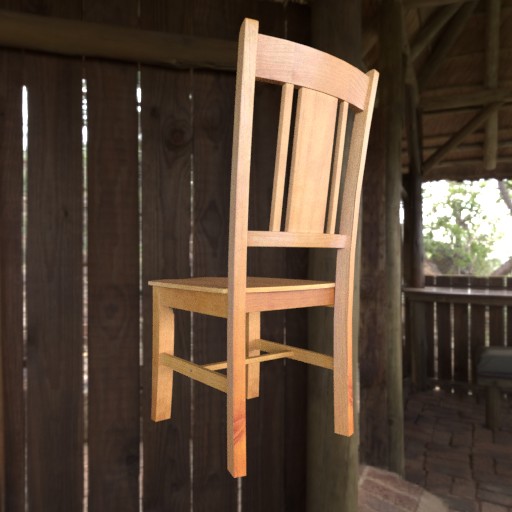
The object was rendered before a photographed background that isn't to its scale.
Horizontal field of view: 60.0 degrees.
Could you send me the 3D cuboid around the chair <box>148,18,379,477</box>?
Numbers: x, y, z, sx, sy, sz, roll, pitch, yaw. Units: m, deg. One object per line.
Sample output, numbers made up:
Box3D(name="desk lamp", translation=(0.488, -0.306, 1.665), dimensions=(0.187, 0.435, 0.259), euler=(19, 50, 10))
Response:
Box3D(name="chair", translation=(0.000, 0.000, 1.265), dimensions=(0.450, 0.998, 0.556), euler=(0, 0, -38))
